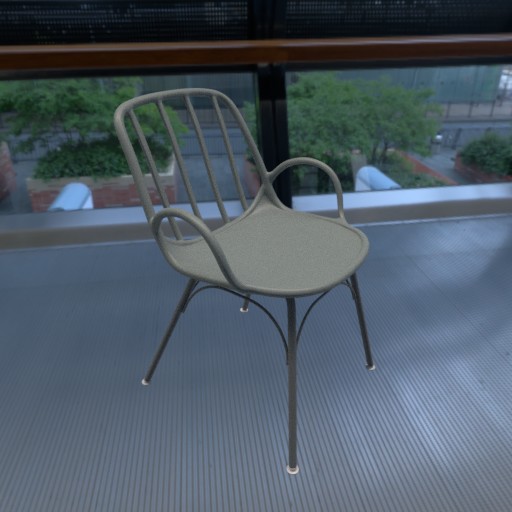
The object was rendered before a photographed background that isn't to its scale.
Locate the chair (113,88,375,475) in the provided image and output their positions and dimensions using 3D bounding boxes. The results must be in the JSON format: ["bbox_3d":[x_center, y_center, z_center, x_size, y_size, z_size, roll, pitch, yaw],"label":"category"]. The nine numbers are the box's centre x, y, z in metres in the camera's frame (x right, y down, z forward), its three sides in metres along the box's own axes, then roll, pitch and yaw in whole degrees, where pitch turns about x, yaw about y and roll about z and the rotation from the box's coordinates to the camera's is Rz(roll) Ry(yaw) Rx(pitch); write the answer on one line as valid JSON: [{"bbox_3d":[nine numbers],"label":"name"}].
[{"bbox_3d":[0.000,0.000,1.215,0.597,0.816,0.549,19,33,32],"label":"chair"}]
